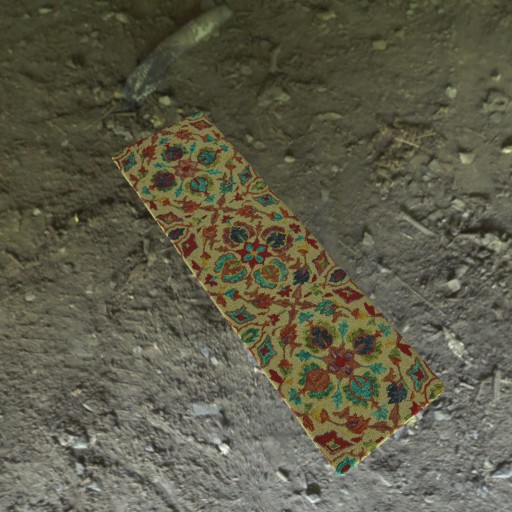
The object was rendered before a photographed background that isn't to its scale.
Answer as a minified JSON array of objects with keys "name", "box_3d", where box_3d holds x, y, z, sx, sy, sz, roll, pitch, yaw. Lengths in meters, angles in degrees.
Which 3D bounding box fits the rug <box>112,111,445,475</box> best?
[{"name":"rug","box_3d":[0.000,0.000,2.508,0.693,0.016,2.273,-32,67,-16]}]
